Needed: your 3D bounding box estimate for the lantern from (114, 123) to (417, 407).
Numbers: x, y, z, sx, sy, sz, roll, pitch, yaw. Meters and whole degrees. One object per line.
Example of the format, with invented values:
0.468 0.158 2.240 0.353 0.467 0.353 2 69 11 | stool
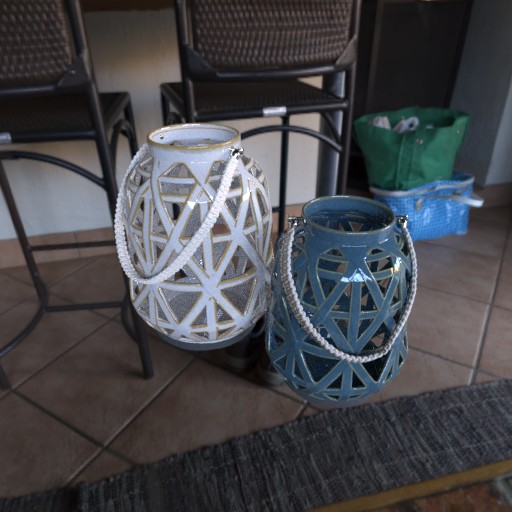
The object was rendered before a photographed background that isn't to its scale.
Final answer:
0.000 0.000 0.617 0.439 0.307 0.245 18 34 28 | lantern
